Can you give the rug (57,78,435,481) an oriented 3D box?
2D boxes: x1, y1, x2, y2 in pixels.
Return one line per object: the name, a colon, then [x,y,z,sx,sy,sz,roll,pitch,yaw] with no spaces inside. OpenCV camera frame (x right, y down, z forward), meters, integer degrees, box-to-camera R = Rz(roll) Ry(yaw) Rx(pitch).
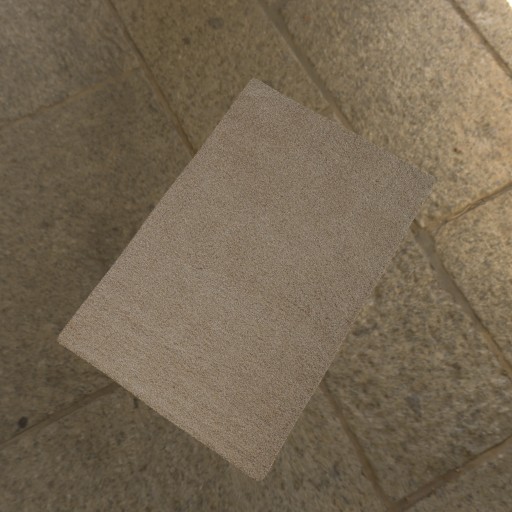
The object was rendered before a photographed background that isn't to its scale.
rug: [0.000,0.000,3.457,1.801,0.024,2.700,32,77,8]
